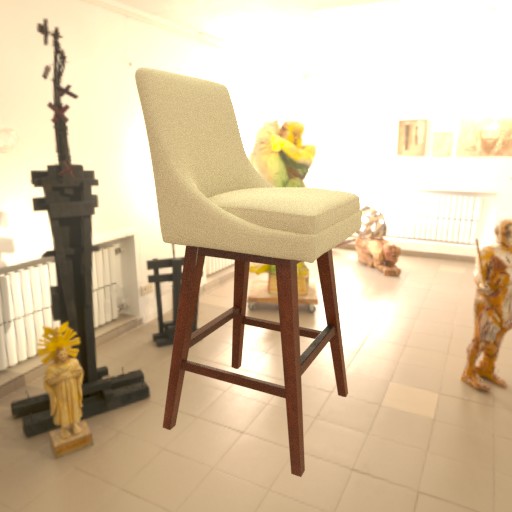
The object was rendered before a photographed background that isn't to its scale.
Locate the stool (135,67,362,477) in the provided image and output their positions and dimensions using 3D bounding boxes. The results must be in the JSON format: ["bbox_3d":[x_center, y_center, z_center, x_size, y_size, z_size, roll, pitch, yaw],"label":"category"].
[{"bbox_3d":[0.000,0.000,1.398,0.559,1.097,0.470,7,16,26],"label":"stool"}]
